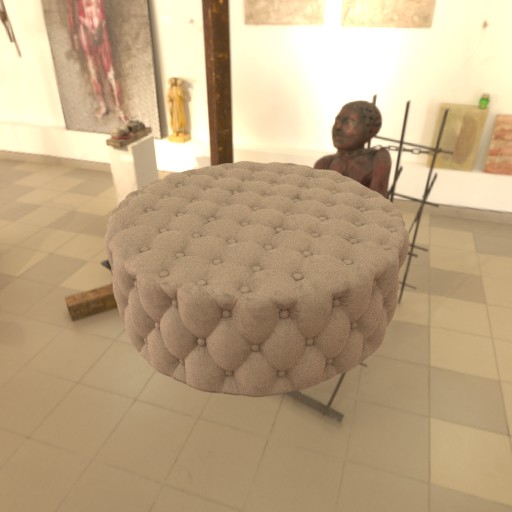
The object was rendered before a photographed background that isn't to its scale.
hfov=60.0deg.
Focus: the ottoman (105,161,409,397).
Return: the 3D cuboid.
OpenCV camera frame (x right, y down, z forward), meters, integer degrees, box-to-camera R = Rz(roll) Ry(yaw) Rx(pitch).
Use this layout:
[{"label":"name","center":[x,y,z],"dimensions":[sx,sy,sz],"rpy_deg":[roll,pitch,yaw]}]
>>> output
[{"label":"ottoman","center":[0.000,0.000,1.571],"dimensions":[0.998,0.399,0.998],"rpy_deg":[0,31,0]}]
